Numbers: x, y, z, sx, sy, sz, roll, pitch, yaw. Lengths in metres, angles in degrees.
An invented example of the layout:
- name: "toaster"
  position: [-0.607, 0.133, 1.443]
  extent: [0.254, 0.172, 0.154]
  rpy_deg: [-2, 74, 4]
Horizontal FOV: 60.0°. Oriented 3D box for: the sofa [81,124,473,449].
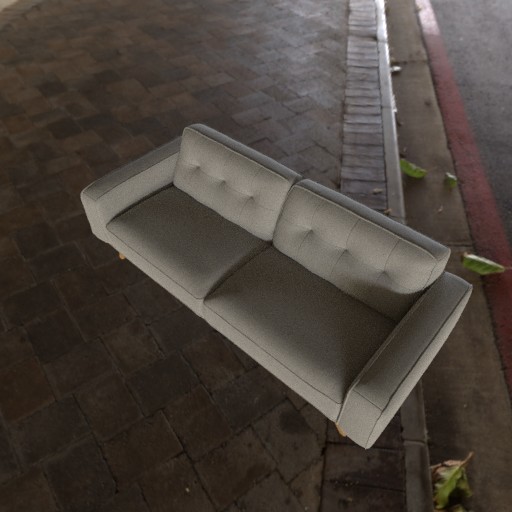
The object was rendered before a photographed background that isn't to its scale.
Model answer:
- name: "sofa"
  position: [0.000, 0.000, 2.717]
  extent: [2.270, 0.781, 0.956]
  rpy_deg: [33, 55, 27]
